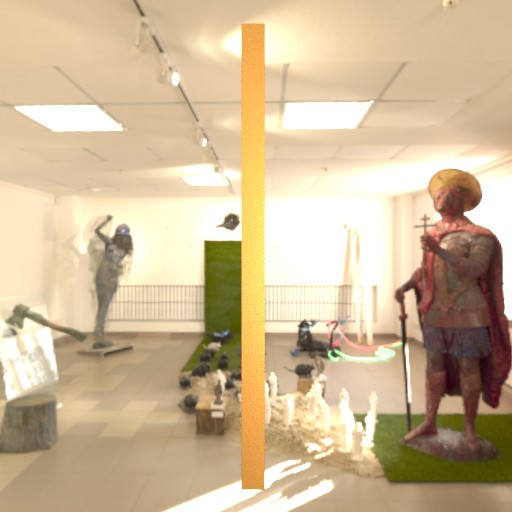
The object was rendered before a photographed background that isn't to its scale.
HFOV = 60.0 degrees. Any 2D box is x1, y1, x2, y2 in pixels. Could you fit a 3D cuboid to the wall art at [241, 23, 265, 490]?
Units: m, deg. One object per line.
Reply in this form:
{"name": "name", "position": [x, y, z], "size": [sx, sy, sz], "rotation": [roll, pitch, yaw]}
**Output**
{"name": "wall art", "position": [0.000, 0.000, 1.028], "size": [0.038, 0.762, 0.610], "rotation": [0, 1, 1]}
